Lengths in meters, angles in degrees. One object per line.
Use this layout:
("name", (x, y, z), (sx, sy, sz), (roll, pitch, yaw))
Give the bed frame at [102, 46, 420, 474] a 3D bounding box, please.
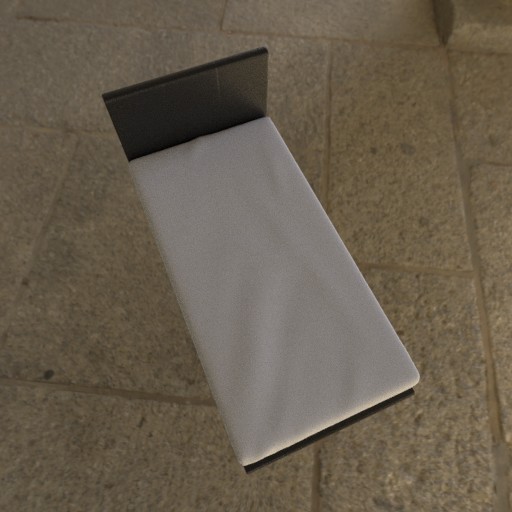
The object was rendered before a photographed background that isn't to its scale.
("bed frame", (0.000, 0.000, 2.490), (1.038, 1.046, 2.152), (-21, 66, -10))
